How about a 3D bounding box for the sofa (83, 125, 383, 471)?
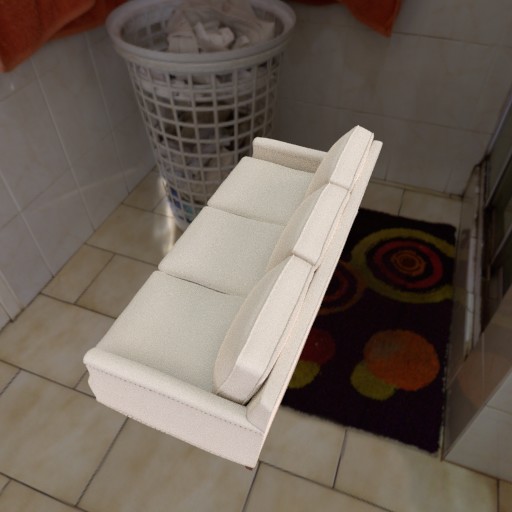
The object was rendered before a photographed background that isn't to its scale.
[{"bbox_3d":[0.000,0.000,2.868,1.084,1.003,2.246,17,49,16],"label":"sofa"}]
